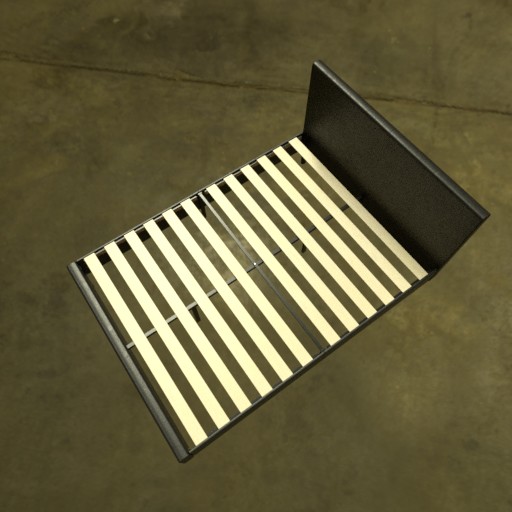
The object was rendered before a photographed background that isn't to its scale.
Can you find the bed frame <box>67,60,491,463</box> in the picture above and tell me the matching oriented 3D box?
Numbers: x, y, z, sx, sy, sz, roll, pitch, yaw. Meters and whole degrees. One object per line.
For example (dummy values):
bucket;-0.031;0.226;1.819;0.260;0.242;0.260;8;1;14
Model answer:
bed frame;0.000;0.000;3.161;2.318;1.127;1.634;-33;68;-15
